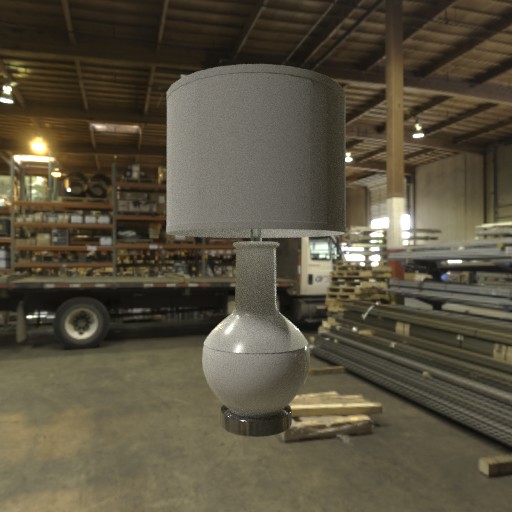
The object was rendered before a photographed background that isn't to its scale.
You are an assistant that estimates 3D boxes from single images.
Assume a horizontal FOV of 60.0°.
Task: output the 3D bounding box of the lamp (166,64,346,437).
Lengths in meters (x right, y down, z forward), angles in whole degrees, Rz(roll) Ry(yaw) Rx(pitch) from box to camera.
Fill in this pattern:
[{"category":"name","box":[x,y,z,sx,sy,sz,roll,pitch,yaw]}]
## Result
[{"category":"lamp","box":[0.000,0.000,0.894,0.357,0.673,0.357,0,0,-18]}]
